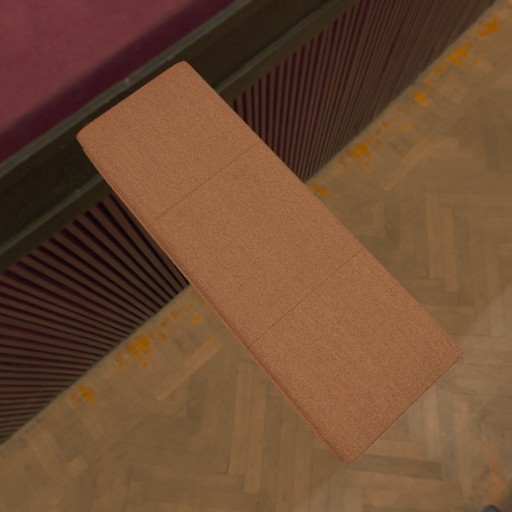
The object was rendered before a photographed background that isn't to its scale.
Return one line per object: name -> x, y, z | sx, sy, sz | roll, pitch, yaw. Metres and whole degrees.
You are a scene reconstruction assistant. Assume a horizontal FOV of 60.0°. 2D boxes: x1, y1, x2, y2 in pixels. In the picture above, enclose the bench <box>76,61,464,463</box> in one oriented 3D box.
bench -> 0.000, 0.000, 1.484 | 0.446, 0.438, 1.269 | -39, 78, -10
